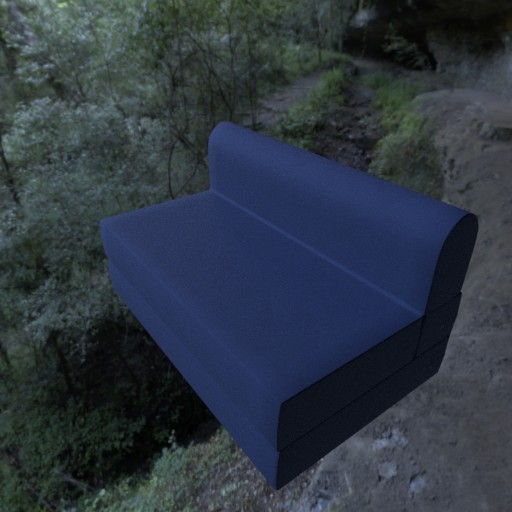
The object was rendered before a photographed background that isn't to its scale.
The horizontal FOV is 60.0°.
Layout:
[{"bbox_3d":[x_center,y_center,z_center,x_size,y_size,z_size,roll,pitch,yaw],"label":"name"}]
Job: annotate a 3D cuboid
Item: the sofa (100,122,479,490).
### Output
[{"bbox_3d":[0.000,0.000,1.643,0.762,0.660,1.219,-21,37,-31],"label":"sofa"}]
